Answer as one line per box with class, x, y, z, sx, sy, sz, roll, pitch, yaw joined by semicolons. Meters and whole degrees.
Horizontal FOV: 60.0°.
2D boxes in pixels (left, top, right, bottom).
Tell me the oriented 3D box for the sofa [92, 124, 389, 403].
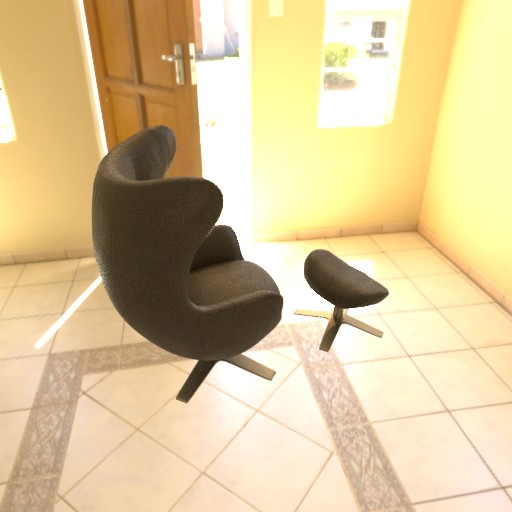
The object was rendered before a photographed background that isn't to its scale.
sofa;0.000;0.000;2.152;1.444;1.135;0.894;-10;31;-17
